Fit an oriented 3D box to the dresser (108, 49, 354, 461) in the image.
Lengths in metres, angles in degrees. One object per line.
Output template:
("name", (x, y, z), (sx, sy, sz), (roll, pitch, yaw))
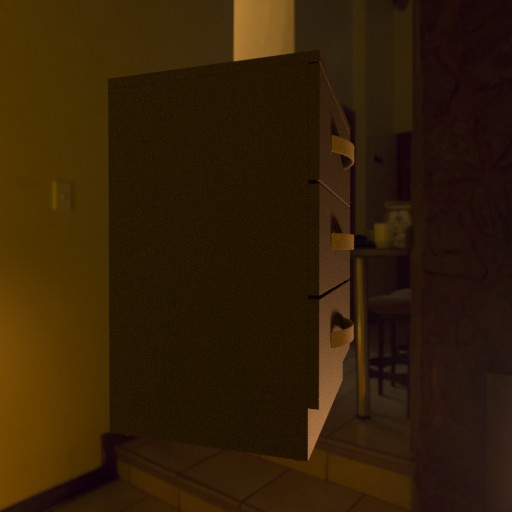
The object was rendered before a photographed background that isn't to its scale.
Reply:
("dresser", (0.000, 0.000, 0.835), (0.360, 0.560, 0.400), (0, 1, 18))
